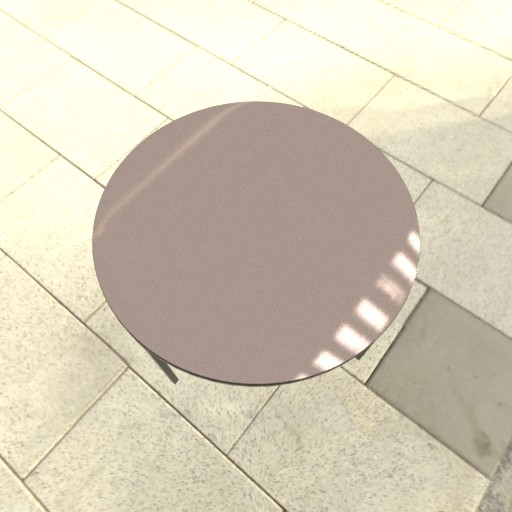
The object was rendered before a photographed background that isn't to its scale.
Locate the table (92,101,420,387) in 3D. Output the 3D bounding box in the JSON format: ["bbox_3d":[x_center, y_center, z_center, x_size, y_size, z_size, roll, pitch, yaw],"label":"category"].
[{"bbox_3d":[0.000,0.000,1.271,0.800,0.400,0.800,0,63,0],"label":"table"}]
